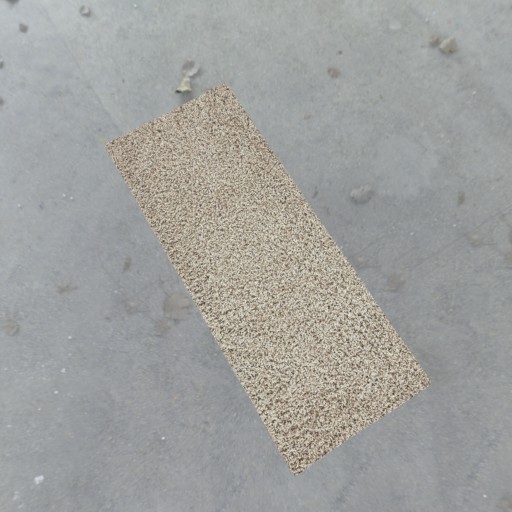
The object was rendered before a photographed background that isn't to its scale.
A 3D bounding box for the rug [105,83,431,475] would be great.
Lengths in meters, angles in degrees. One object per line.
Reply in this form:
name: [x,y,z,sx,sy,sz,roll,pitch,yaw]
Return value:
rug: [0.000,0.000,1.782,0.609,0.030,1.524,-30,77,-8]
